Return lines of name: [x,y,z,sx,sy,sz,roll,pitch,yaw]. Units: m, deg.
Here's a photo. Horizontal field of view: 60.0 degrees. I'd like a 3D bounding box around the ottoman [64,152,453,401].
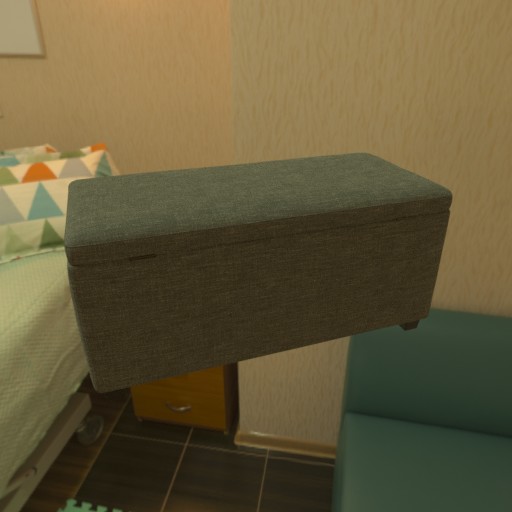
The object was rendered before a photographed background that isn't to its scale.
ottoman: [0.000,0.000,1.184,0.902,0.432,0.419,-9,29,-17]
